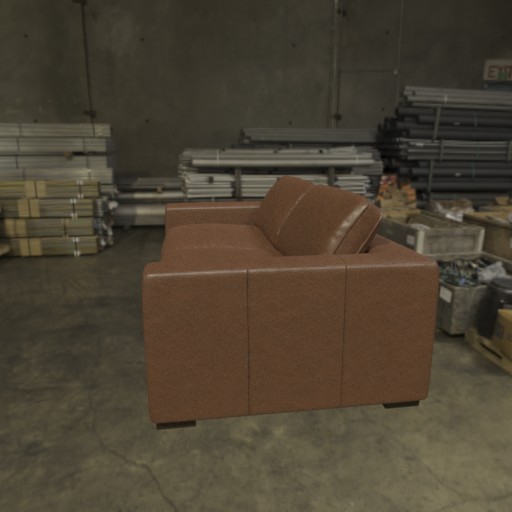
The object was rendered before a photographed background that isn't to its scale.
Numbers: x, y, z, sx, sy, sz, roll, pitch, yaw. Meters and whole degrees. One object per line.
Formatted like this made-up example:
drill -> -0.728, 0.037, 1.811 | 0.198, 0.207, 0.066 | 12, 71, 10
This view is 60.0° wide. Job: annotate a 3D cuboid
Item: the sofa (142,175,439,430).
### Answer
sofa -> 0.000, 0.000, 2.440 | 1.070, 0.800, 1.920 | -2, 14, -9
